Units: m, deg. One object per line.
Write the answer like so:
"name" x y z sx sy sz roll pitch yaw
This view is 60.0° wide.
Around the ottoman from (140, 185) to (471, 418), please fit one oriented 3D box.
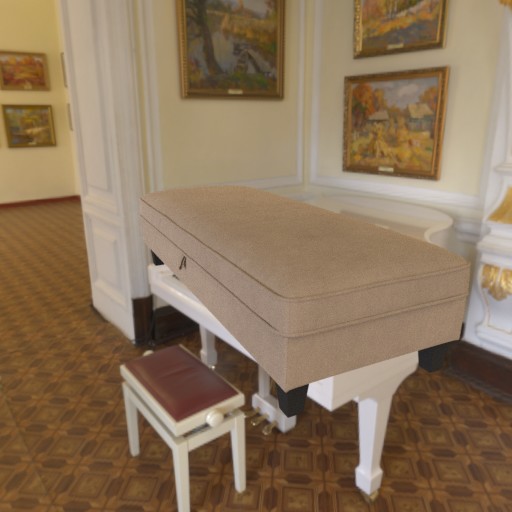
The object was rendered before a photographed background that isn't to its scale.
"ottoman" 0.000 0.000 2.022 0.735 0.460 1.726 -8 19 -25
